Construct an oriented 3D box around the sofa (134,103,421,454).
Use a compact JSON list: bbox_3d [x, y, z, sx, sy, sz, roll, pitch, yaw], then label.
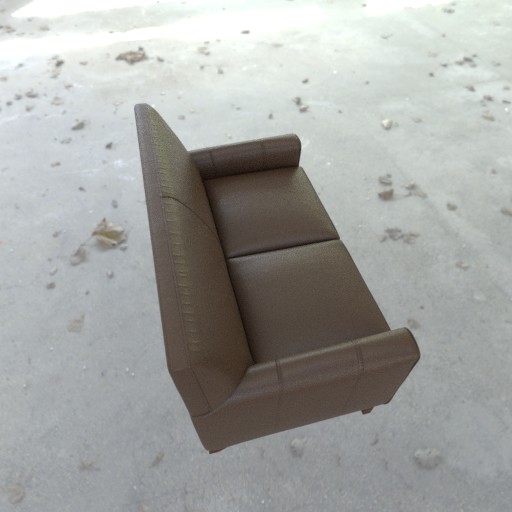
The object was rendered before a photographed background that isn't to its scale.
[{"bbox_3d":[0.000,0.000,2.038,0.853,0.859,1.468,-10,48,-10],"label":"sofa"}]
